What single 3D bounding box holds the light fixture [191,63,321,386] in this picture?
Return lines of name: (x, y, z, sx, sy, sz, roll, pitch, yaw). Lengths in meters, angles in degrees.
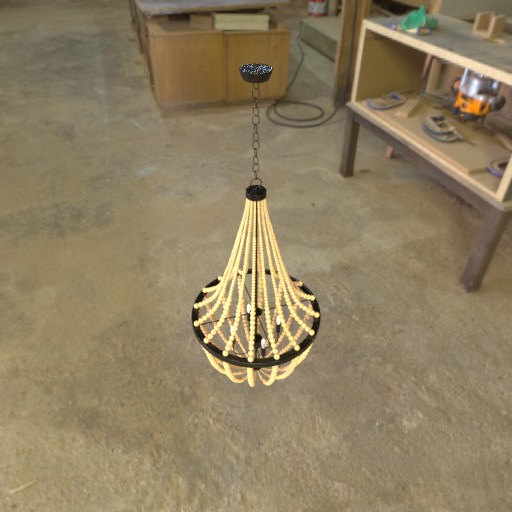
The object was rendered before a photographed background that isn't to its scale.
light fixture: (0.000, 0.000, 1.392, 0.450, 1.133, 0.450, 0, 40, 0)
